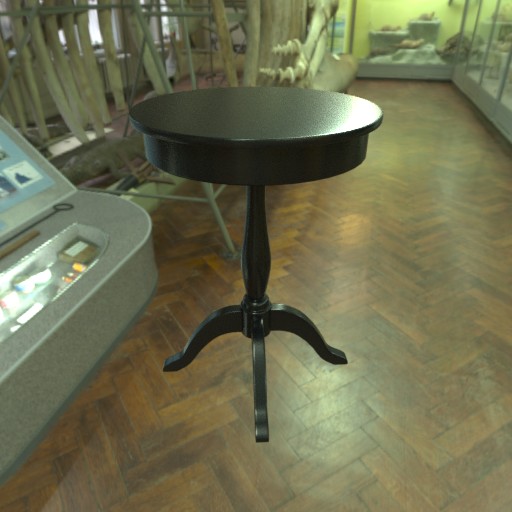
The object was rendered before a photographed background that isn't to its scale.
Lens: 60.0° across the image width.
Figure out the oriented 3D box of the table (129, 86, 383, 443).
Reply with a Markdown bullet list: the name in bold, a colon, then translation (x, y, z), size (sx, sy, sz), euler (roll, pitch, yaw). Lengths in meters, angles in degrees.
- **table**: translation (0.000, 0.000, 1.017), size (0.481, 0.665, 0.481), euler (0, 30, 0)
